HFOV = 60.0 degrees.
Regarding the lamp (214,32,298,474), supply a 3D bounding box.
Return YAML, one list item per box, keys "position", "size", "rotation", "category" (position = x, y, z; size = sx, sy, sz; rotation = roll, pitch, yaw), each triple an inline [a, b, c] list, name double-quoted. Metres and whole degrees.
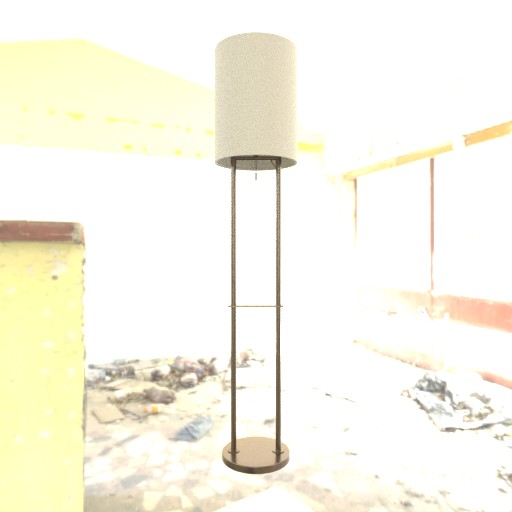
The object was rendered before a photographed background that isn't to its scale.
- position: [0.000, 0.000, 1.640]
  size: [0.306, 1.500, 0.305]
  rotation: [0, 1, 0]
  category: "lamp"
